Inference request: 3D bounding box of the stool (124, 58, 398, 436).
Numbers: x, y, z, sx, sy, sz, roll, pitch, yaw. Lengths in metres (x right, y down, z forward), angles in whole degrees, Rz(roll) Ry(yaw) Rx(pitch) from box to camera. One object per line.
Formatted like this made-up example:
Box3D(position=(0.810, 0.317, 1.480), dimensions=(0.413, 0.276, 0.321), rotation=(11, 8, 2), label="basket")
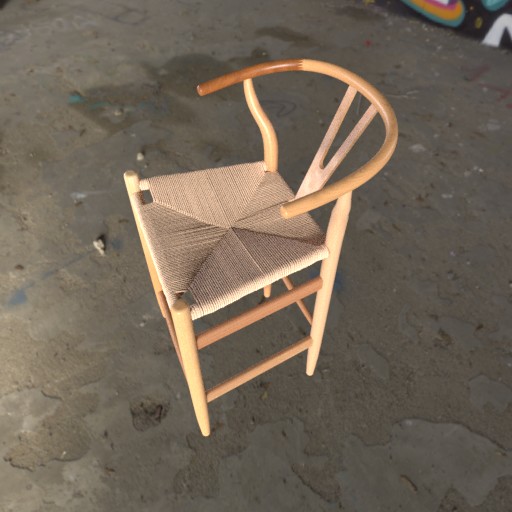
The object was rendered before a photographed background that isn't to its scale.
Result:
Box3D(position=(0.000, 0.000, 1.268), dimensions=(0.575, 0.923, 0.536), rotation=(-17, 49, -15), label="stool")
